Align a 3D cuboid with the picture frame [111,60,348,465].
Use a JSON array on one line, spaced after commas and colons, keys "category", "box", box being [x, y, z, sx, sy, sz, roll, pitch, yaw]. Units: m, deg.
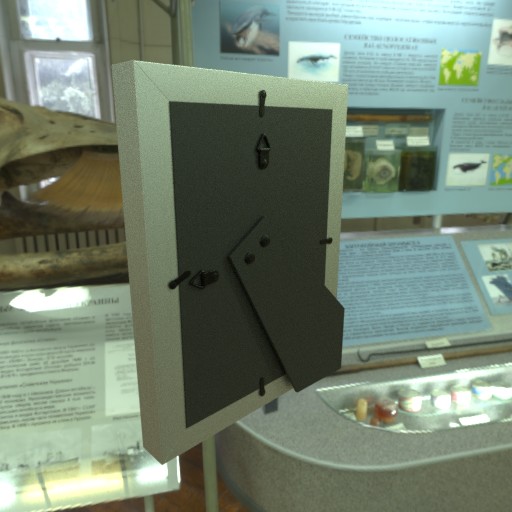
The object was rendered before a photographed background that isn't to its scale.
[{"category": "picture frame", "box": [0.000, 0.000, 0.274, 0.157, 0.208, 0.028, -15, 22, -42]}]
